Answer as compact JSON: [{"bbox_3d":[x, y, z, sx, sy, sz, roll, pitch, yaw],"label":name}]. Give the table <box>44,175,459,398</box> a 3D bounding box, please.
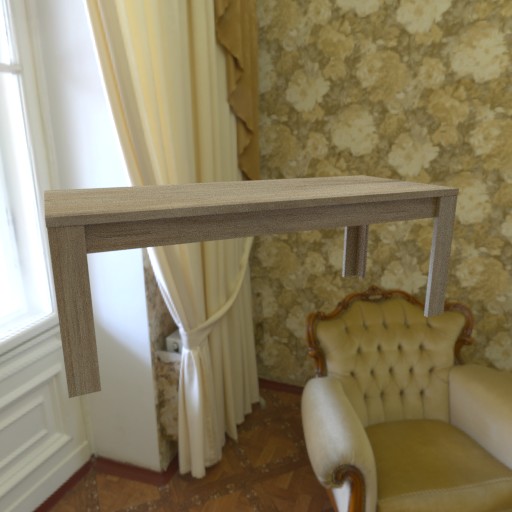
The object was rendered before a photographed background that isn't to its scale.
[{"bbox_3d":[0.000,0.000,2.642,2.200,0.790,0.900,-7,17,-24],"label":"table"}]
